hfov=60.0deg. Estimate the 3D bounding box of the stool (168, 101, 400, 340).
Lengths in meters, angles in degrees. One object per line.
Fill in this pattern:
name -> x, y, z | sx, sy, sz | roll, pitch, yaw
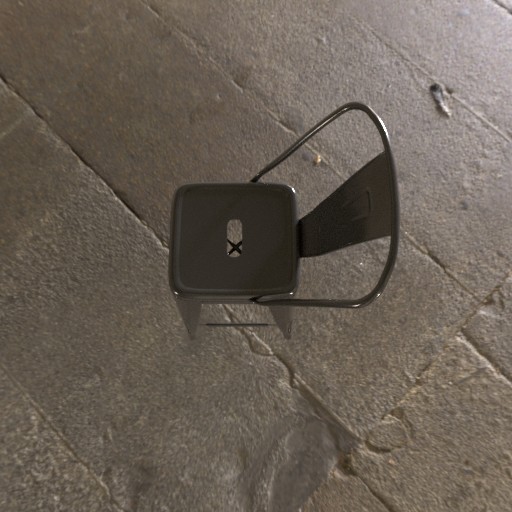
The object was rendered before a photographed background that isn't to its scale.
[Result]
stool -> 0.000, 0.000, 1.309 | 0.528, 1.022, 0.432 | 0, 76, 0
